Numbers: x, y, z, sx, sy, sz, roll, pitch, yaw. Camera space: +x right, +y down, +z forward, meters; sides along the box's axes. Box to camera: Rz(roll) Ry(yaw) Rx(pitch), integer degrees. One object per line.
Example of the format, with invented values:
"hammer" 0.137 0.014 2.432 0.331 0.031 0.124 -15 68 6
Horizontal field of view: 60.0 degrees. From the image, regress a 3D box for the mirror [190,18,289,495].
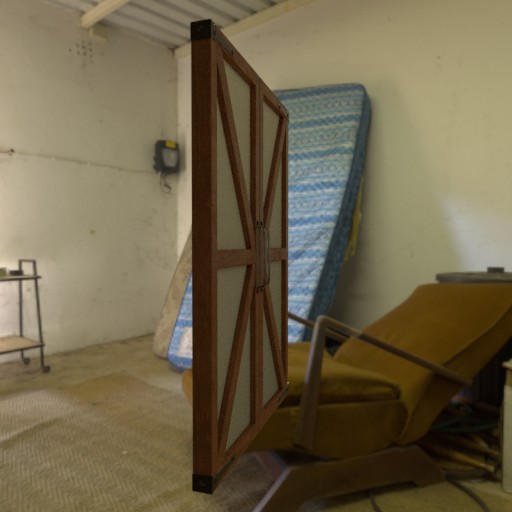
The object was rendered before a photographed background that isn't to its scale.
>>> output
"mirror" 0.000 0.000 0.952 0.053 0.761 0.517 1 2 18
